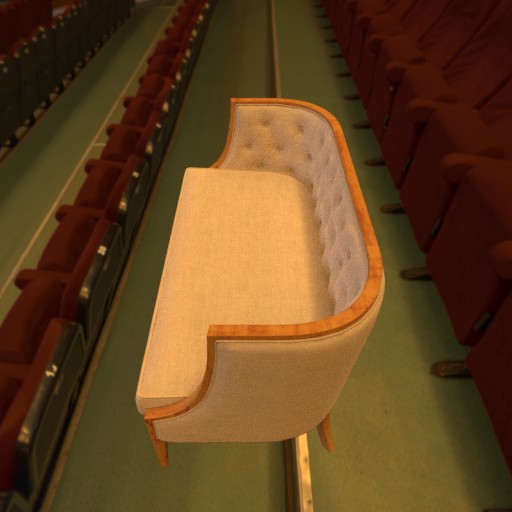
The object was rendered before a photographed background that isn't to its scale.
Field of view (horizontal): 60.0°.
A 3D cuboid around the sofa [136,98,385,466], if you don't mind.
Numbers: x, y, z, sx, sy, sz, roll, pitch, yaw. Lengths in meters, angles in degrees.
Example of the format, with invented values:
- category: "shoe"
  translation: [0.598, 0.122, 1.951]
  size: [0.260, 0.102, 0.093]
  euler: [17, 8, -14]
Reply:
- category: "sofa"
  translation: [0.000, 0.000, 1.894]
  size: [0.770, 0.775, 1.474]
  euler: [0, 42, 0]
